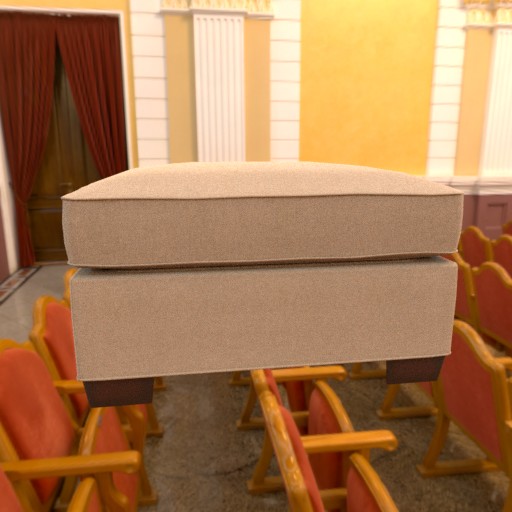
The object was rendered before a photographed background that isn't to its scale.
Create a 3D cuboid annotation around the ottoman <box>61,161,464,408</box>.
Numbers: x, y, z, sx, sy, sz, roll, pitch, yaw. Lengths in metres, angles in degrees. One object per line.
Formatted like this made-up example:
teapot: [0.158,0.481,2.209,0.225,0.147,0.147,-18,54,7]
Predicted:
ottoman: [0.000,0.000,1.220,0.846,0.503,0.617,-2,14,-8]
